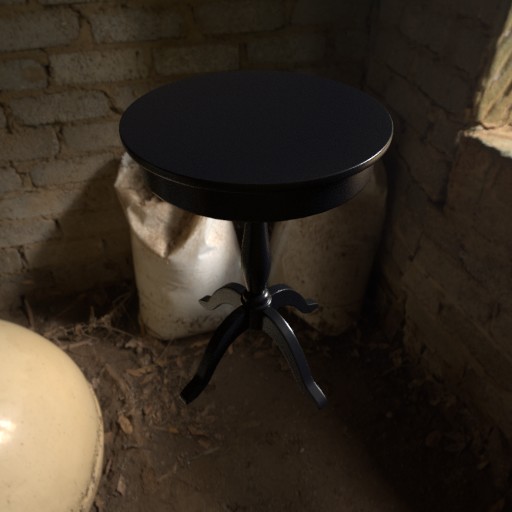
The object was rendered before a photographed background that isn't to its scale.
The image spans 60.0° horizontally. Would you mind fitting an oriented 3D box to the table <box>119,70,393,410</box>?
[{"bbox_3d":[0.000,0.000,1.004,0.481,0.665,0.481,0,40,0],"label":"table"}]
